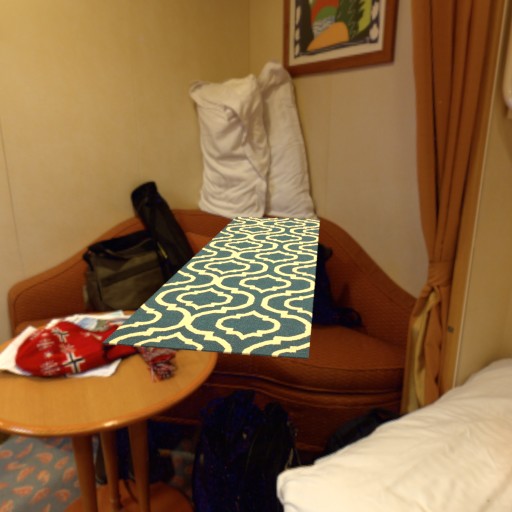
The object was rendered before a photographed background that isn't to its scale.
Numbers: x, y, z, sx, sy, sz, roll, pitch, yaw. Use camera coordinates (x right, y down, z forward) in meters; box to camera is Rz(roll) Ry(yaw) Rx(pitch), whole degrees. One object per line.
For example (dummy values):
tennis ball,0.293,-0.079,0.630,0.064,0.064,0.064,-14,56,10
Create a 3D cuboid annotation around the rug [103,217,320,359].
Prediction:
rug,0.000,0.000,2.527,0.685,0.006,2.296,2,16,8
